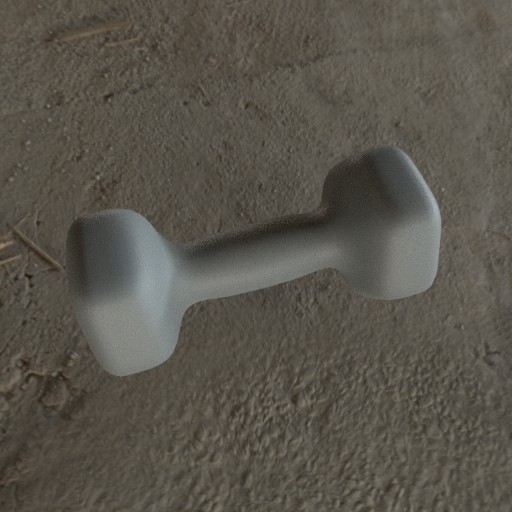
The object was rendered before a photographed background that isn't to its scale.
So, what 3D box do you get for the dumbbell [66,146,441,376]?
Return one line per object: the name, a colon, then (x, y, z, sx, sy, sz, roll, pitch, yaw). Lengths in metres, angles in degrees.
dumbbell: (0.000, 0.000, 0.238, 0.184, 0.081, 0.090, -14, 62, -7)
